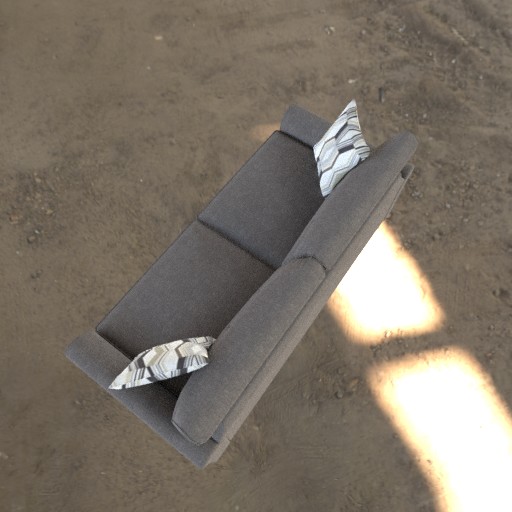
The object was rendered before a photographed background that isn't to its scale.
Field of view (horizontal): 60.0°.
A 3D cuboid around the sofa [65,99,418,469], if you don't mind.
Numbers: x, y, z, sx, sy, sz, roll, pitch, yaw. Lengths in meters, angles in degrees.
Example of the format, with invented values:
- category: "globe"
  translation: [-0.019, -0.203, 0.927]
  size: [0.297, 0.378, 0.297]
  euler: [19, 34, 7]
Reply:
- category: "sofa"
  translation: [0.000, 0.000, 2.481]
  size: [0.889, 0.813, 2.032]
  euler: [33, 68, 15]
